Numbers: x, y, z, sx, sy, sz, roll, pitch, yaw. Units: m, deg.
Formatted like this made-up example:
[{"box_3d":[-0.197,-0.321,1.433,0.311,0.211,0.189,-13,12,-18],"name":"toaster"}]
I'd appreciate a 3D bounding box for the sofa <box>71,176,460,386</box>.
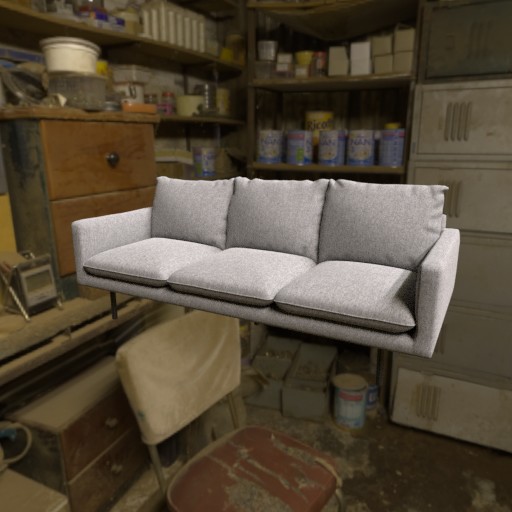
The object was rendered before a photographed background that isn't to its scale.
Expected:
[{"box_3d":[0.000,0.000,2.472,2.000,0.830,0.850,8,16,27],"name":"sofa"}]
